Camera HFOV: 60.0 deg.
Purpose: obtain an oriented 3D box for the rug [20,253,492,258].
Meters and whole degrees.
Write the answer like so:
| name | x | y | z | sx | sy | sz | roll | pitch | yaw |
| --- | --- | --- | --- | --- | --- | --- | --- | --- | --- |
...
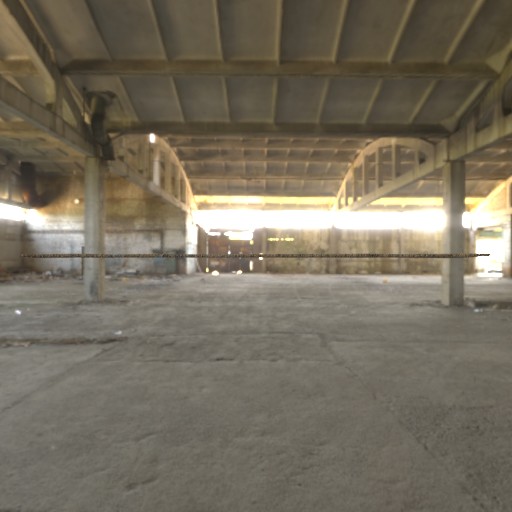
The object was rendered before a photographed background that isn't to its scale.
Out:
| name | x | y | z | sx | sy | sz | roll | pitch | yaw |
| --- | --- | --- | --- | --- | --- | --- | --- | --- | --- |
| rug | 0.000 | 0.000 | 4.211 | 3.199 | 0.036 | 2.414 | 0 | 0 | 0 |
